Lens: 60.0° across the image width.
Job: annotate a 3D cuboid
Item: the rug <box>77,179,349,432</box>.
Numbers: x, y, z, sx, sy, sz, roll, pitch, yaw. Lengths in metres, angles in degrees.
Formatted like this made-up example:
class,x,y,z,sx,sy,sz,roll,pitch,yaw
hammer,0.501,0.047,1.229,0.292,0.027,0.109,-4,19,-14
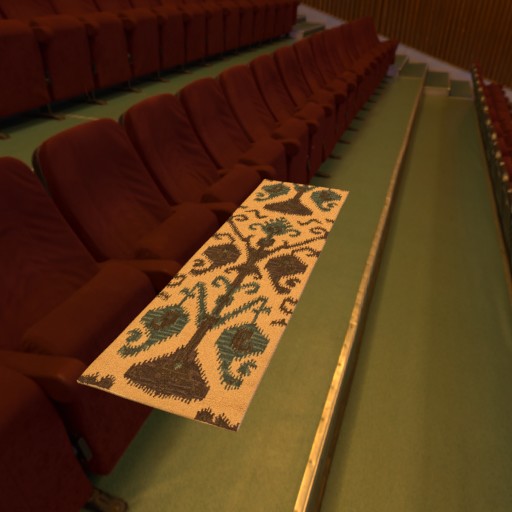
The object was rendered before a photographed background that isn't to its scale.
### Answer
class,x,y,z,sx,sy,sz,roll,pitch,yaw
rug,0.000,0.000,2.577,0.692,0.017,2.301,11,33,17
